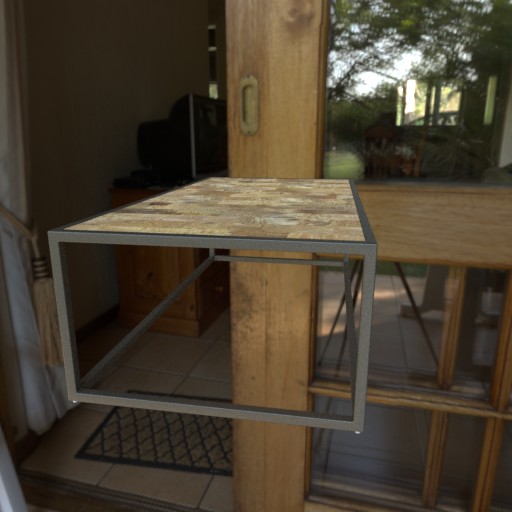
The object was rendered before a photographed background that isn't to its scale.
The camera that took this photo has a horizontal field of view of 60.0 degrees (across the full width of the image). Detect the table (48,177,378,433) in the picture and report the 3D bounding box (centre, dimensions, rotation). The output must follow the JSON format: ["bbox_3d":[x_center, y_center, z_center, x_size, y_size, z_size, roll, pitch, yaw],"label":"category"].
[{"bbox_3d":[0.000,0.000,1.464,0.649,0.398,1.199,3,16,10],"label":"table"}]
